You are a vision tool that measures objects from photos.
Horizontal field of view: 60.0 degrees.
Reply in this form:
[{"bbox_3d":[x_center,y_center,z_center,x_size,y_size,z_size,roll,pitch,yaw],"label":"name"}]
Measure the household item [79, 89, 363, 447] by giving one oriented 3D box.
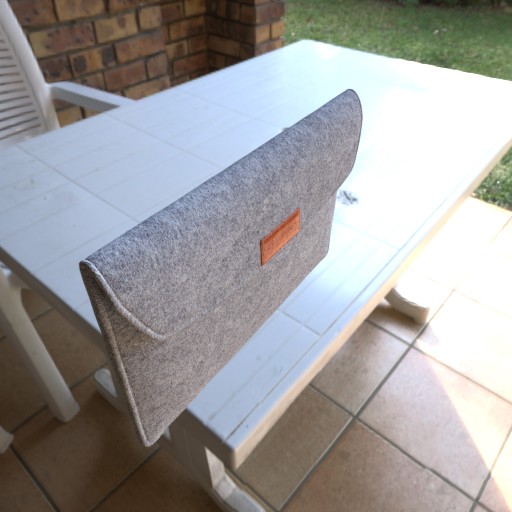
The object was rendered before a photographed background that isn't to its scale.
[{"bbox_3d":[0.000,0.000,0.423,0.057,0.221,0.335,25,46,26],"label":"household item"}]
